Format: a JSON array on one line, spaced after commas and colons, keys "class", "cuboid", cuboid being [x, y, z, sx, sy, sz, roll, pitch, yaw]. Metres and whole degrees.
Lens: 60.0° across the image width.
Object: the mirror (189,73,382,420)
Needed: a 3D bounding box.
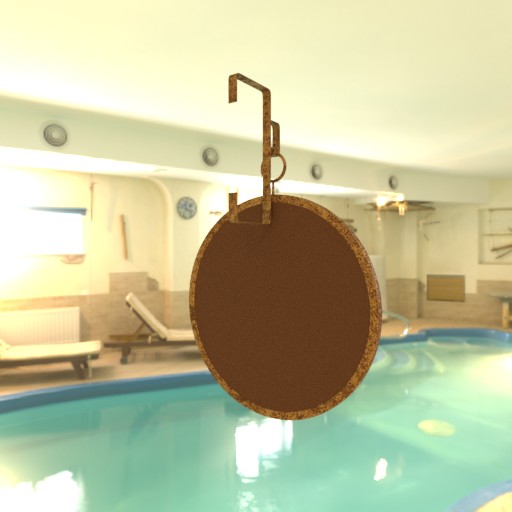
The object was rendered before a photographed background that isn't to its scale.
[{"class": "mirror", "cuboid": [0.000, 0.000, 0.847, 0.447, 0.651, 0.144, 0, 1, 35]}]
